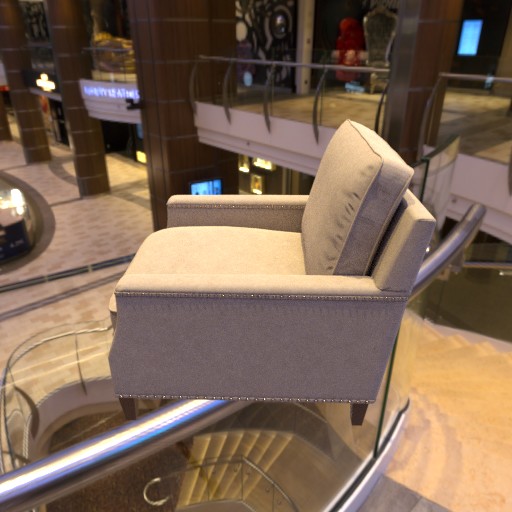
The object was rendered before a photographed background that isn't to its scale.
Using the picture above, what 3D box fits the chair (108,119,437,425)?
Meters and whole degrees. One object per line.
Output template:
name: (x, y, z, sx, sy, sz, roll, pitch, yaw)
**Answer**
chair: (0.000, 0.000, 1.736, 1.014, 0.943, 0.853, 1, 27, 2)
